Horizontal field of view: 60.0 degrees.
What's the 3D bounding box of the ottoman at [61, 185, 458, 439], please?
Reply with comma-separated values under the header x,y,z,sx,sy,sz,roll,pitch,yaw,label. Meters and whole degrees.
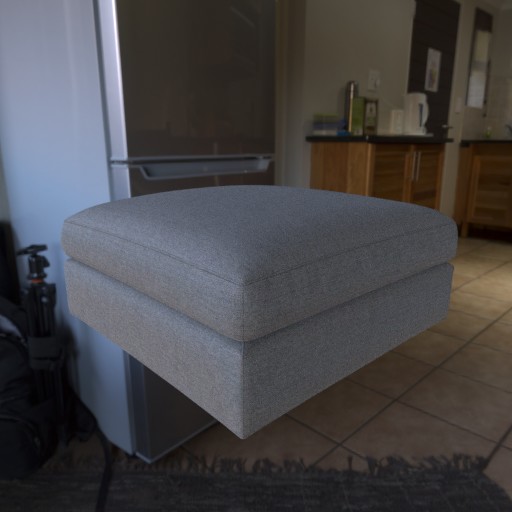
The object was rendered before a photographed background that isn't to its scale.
x,y,z,sx,sy,sz,roll,pitch,yaw,label
0.000,0.000,1.619,1.041,0.470,1.041,-14,20,-41,ottoman
